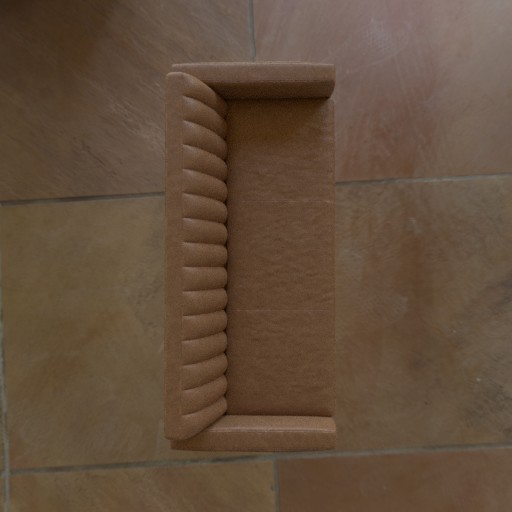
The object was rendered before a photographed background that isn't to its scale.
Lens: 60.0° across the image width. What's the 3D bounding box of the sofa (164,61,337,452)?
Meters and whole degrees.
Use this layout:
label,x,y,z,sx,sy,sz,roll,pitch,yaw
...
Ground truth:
label,x,y,z,sx,sy,sz,roll,pitch,yaw
sofa,0.000,0.000,2.782,0.990,0.821,2.291,0,89,0
